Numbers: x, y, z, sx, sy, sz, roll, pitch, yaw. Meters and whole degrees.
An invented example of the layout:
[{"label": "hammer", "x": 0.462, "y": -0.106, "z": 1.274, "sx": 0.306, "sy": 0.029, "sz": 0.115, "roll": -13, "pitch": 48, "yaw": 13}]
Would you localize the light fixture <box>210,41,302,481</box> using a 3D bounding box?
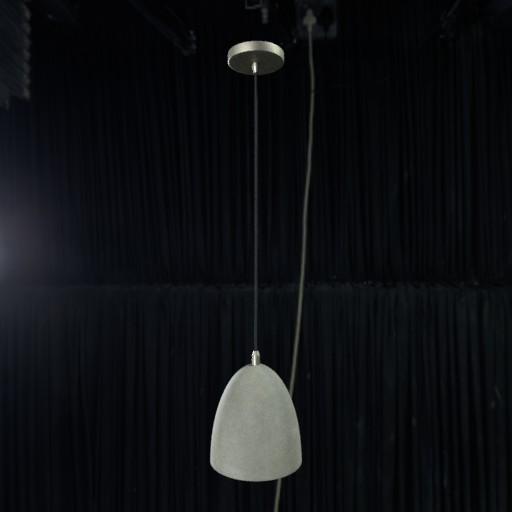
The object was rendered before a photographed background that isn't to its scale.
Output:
[{"label": "light fixture", "x": 0.000, "y": 0.000, "z": 0.833, "sx": 0.170, "sy": 0.759, "sz": 0.170, "roll": 0, "pitch": -1, "yaw": -1}]
